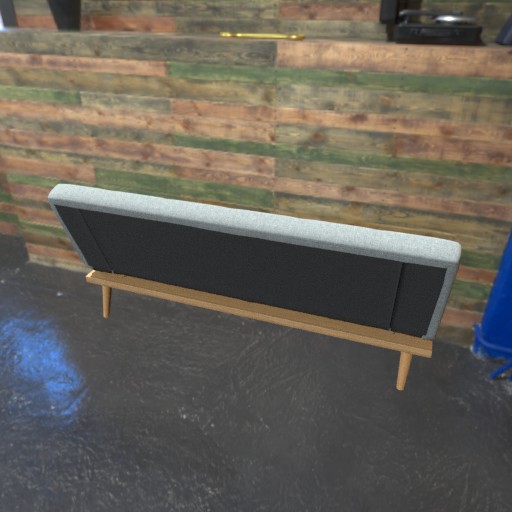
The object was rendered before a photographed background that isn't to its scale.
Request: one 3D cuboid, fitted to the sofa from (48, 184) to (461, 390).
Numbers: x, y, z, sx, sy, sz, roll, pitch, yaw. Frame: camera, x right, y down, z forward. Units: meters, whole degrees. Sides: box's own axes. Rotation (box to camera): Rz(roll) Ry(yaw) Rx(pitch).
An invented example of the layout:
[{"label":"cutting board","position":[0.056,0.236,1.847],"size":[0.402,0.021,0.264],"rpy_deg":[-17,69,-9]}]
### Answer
[{"label":"sofa","position":[0.000,0.000,2.295],"size":[1.820,0.800,0.800],"rpy_deg":[10,31,17]}]
